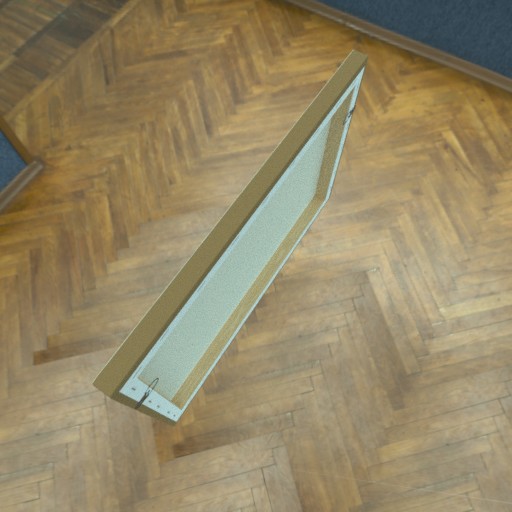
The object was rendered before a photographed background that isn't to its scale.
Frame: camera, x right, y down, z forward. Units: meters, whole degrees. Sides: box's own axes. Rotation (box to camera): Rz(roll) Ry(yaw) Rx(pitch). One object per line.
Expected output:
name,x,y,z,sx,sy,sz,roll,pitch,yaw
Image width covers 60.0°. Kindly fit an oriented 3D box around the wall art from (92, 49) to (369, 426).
wall art,0.000,0.000,0.478,0.019,0.254,0.380,30,69,13
